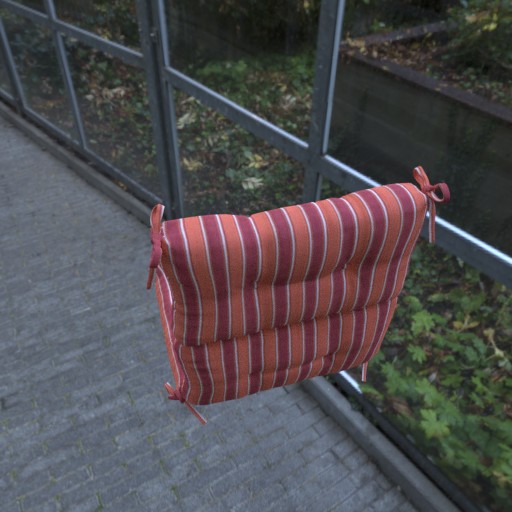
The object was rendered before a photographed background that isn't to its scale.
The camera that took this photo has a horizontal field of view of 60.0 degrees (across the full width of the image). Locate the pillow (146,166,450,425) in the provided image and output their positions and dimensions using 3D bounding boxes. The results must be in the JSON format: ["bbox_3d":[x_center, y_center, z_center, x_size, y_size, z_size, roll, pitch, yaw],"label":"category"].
[{"bbox_3d":[0.000,0.000,1.031,0.519,0.605,0.571,-11,41,-13],"label":"pillow"}]
